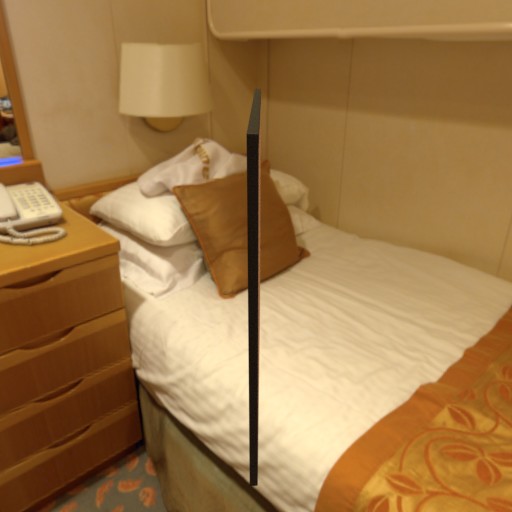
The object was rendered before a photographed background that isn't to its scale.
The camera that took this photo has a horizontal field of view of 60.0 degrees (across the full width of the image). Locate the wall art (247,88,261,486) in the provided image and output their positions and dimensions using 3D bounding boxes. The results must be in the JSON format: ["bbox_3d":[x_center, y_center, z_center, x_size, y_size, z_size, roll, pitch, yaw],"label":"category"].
[{"bbox_3d":[0.000,0.000,1.003,0.016,0.659,0.663,0,25,1],"label":"wall art"}]
